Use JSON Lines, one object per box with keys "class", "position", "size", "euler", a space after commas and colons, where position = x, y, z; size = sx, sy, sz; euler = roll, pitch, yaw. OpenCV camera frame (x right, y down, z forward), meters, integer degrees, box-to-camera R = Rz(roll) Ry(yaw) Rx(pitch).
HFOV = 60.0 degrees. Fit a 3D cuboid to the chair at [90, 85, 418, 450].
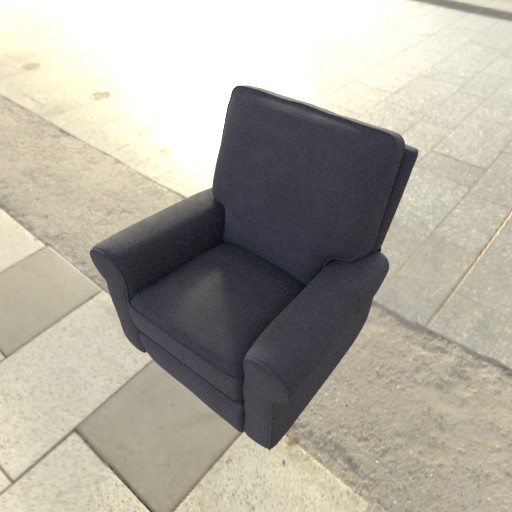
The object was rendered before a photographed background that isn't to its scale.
{"class": "chair", "position": [0.000, 0.000, 1.666], "size": [0.890, 0.961, 0.878], "euler": [29, 52, 26]}
